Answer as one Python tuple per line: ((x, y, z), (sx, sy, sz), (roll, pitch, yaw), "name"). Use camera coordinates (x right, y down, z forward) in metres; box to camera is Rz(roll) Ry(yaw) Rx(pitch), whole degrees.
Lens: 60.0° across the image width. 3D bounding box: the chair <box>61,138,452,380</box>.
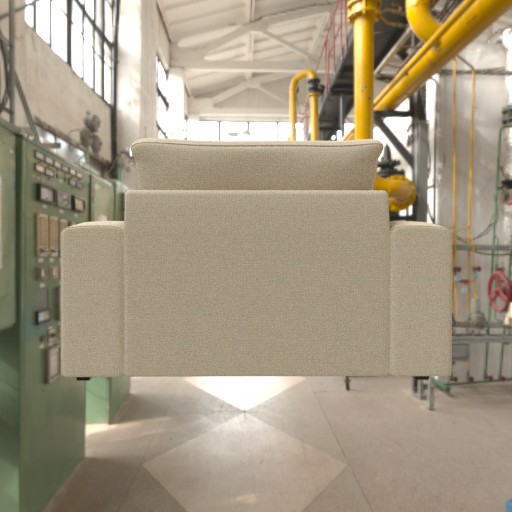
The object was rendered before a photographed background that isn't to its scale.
((0.000, 0.000, 2.091), (1.398, 0.915, 1.039), (0, 1, 0), "chair")
